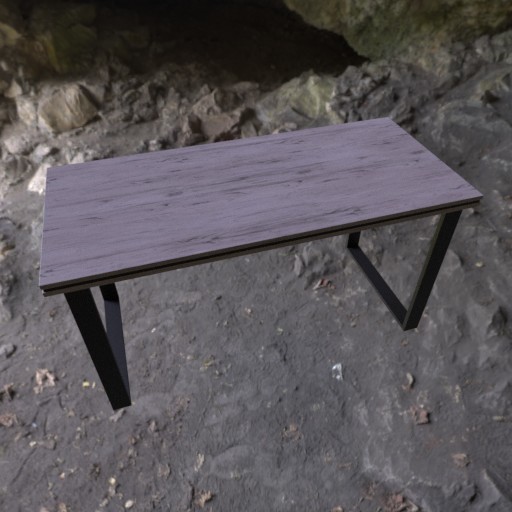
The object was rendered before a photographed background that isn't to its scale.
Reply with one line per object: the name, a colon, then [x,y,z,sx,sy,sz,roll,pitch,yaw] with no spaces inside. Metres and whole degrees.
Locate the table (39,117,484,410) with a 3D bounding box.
table: [0.000,0.000,2.268,1.778,0.899,0.795,-12,44,-13]
